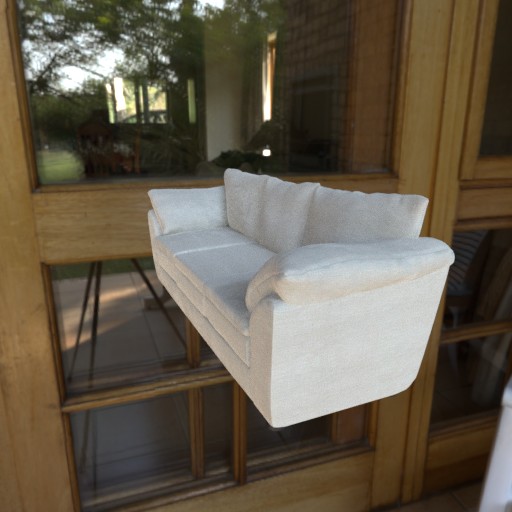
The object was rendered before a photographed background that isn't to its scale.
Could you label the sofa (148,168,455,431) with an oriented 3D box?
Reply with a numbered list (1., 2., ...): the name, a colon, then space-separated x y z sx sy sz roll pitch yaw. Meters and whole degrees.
1. sofa: 0.000 0.000 2.746 0.893 0.981 2.377 -7 17 -24
